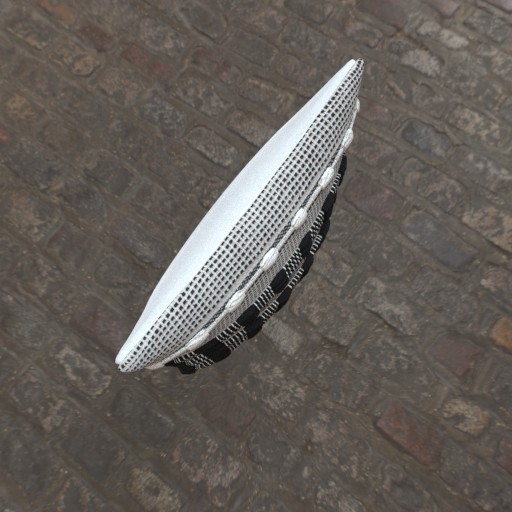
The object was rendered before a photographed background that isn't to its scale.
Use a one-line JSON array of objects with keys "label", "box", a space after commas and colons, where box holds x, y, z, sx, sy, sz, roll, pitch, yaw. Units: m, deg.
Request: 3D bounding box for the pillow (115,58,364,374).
[{"label": "pillow", "box": [0.000, 0.000, 0.673, 0.156, 0.438, 0.436, 35, 78, 9]}]
